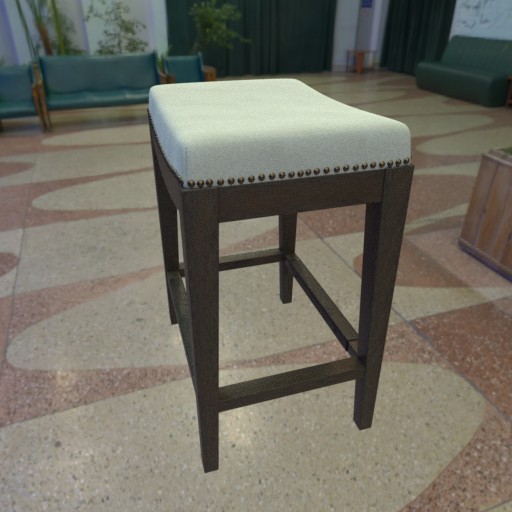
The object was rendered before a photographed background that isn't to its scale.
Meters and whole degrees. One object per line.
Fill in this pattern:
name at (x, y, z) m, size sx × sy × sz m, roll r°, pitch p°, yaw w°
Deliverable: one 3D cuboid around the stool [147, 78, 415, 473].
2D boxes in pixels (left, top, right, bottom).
stool at (0.000, 0.000, 0.946) m, size 0.361 × 0.642 × 0.500 m, roll -9°, pitch 31°, yaw -15°
